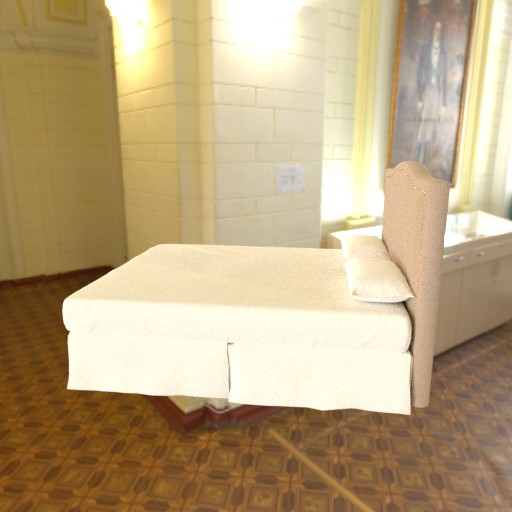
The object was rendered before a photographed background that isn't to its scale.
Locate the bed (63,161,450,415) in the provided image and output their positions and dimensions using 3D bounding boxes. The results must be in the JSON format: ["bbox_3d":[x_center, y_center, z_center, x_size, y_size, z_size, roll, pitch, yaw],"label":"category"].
[{"bbox_3d":[0.000,0.000,3.404,2.282,1.436,1.821,2,14,8],"label":"bed"}]
